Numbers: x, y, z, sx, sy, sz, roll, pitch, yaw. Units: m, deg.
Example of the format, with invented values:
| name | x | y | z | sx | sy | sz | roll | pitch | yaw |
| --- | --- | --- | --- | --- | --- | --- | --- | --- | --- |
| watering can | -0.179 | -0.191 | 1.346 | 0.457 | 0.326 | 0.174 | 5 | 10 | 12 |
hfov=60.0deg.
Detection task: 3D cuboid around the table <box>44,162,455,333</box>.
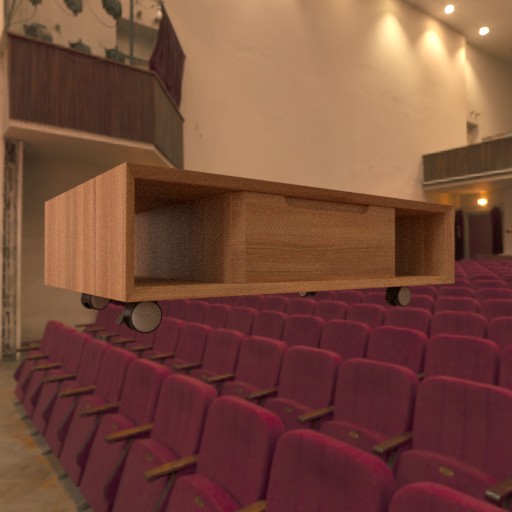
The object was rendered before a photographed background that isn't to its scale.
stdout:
| name | x | y | z | sx | sy | sz | roll | pitch | yaw |
| --- | --- | --- | --- | --- | --- | --- | --- | --- | --- |
| table | 0.000 | 0.000 | 1.408 | 1.100 | 0.330 | 0.700 | 0 | -1 | -36 |
